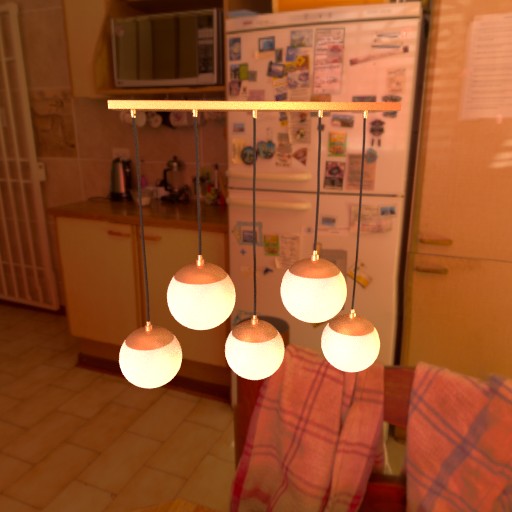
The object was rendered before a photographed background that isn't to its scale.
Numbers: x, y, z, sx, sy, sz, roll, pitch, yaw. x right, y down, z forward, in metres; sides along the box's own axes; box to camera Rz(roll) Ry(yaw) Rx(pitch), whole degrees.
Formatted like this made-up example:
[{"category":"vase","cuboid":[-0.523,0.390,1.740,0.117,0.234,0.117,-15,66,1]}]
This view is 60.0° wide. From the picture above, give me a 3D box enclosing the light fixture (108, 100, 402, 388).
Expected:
[{"category":"light fixture","cuboid":[0.000,0.000,1.330,0.863,0.869,0.299,-2,16,-8]}]
